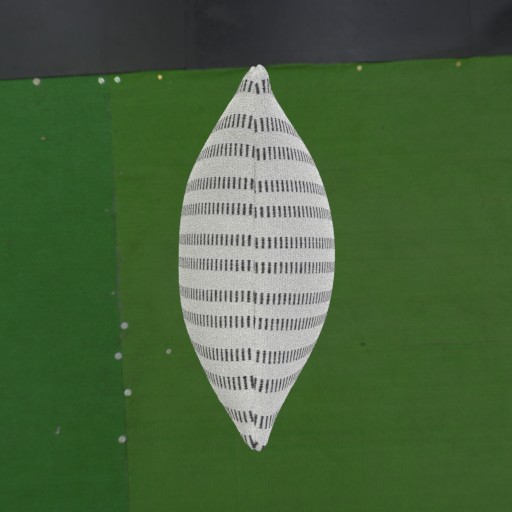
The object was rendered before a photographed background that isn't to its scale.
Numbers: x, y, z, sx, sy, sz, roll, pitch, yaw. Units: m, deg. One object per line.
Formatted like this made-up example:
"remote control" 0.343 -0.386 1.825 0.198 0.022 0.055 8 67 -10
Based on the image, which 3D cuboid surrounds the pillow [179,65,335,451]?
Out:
"pillow" 0.000 0.000 0.697 0.247 0.419 0.438 0 91 0
